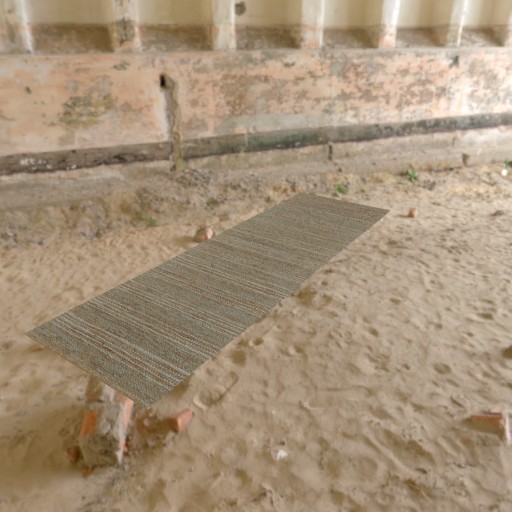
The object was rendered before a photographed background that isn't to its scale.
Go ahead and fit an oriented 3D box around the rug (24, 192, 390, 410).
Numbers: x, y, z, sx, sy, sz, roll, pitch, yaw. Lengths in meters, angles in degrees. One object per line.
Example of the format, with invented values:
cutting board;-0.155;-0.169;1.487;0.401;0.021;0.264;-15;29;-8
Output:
rug;0.000;0.000;2.642;0.783;0.006;2.438;17;31;31
